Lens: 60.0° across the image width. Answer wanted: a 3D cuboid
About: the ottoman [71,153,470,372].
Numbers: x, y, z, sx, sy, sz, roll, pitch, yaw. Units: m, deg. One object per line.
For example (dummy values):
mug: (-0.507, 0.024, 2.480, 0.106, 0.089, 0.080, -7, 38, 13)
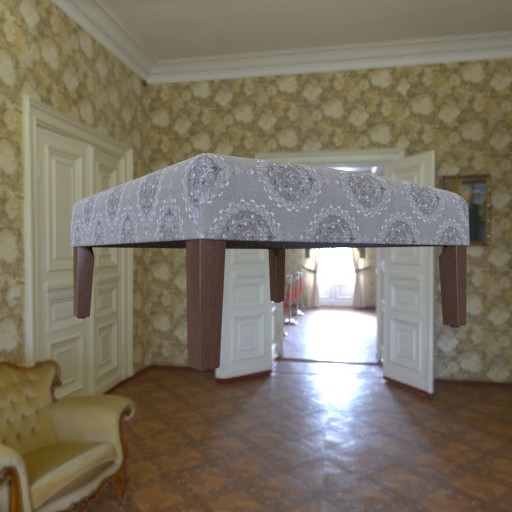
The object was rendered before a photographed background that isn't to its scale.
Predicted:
ottoman: (0.000, 0.000, 1.374, 0.890, 0.411, 0.889, 0, 0, -36)
